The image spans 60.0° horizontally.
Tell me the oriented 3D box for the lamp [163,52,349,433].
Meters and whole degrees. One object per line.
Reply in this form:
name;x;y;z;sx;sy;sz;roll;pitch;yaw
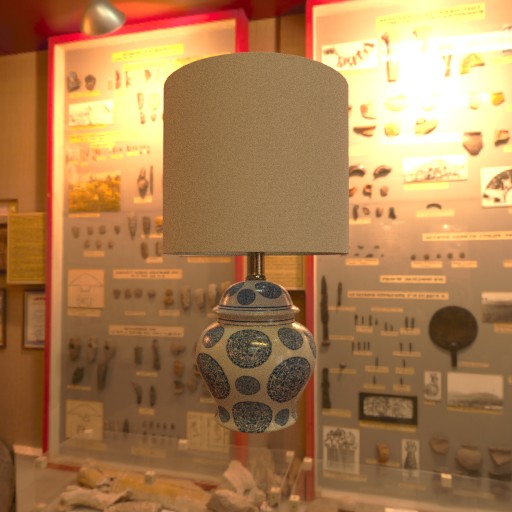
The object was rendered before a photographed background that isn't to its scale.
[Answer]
lamp;0.000;0.000;0.521;0.215;0.381;0.215;0;-1;16
